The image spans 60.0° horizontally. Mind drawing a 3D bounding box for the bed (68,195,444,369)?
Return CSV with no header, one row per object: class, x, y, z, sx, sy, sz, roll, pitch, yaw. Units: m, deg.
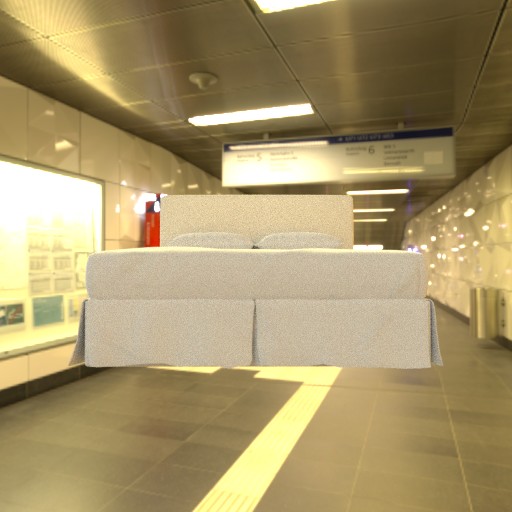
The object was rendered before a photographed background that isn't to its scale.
bed,0.000,0.000,3.619,2.119,1.317,2.341,0,0,0
